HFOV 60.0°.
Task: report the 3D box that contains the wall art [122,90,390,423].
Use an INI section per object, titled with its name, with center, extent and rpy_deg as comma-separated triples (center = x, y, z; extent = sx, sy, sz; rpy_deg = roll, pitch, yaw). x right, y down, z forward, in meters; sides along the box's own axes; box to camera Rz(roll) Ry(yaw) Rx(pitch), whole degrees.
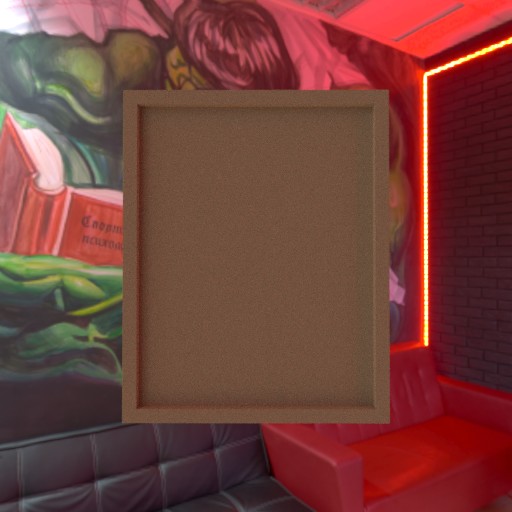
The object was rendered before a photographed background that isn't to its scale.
[wall art]
center = 0.000, 0.000, 0.688
extent = 0.406, 0.508, 0.028
rpy_deg = 0, -1, 0
